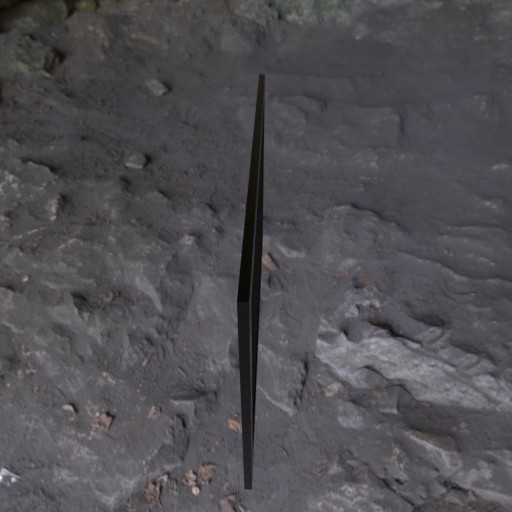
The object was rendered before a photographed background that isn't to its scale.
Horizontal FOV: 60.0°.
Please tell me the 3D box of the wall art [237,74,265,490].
[{"bbox_3d":[0.000,0.000,0.834,0.013,0.447,0.660,1,41,2],"label":"wall art"}]
